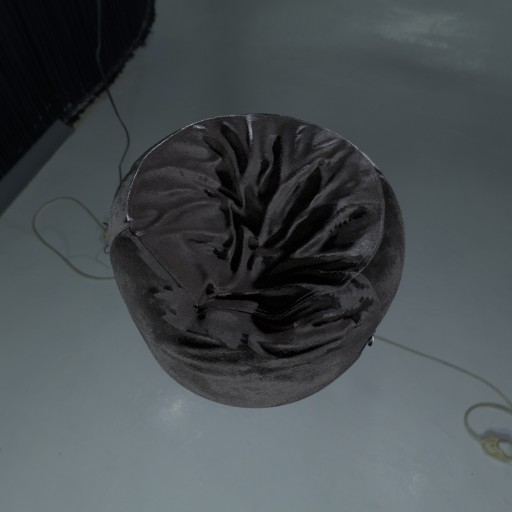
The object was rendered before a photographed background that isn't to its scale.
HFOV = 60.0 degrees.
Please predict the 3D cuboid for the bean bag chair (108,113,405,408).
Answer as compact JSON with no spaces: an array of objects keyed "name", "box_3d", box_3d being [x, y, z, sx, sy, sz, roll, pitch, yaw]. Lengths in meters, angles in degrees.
[{"name":"bean bag chair","box_3d":[0.000,0.000,1.501,0.918,0.605,0.918,0,56,0]}]
